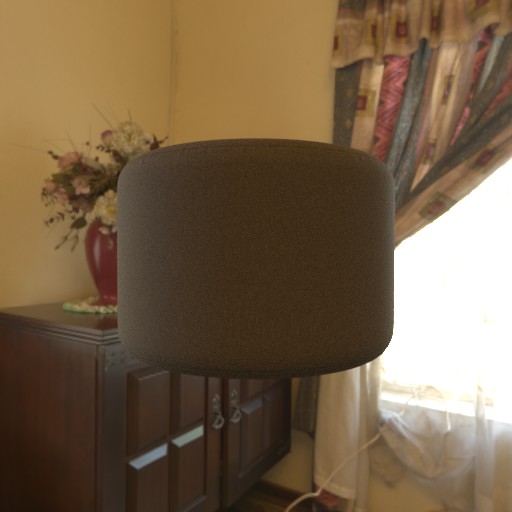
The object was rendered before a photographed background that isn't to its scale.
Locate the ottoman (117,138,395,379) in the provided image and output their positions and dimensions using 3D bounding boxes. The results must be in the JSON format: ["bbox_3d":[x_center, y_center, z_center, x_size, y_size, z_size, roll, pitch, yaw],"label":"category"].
[{"bbox_3d":[0.000,0.000,1.017,0.608,0.433,0.608,0,1,0],"label":"ottoman"}]
